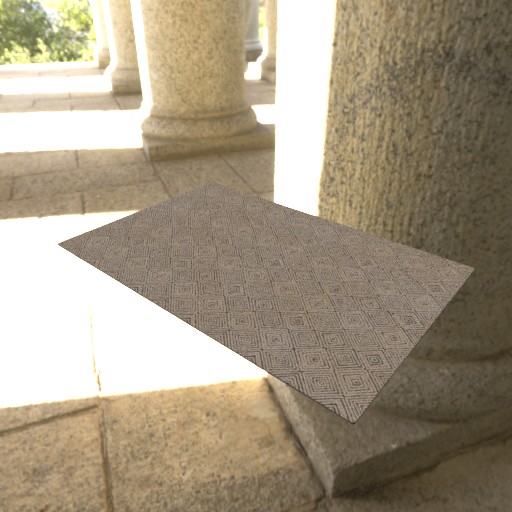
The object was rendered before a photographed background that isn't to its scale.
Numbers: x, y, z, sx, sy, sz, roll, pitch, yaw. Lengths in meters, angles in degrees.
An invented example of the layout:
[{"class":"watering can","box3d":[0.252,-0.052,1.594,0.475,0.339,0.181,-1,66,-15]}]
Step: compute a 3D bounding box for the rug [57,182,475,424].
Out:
[{"class":"rug","box3d":[0.000,0.000,2.251,1.783,0.008,1.175,23,38,34]}]
